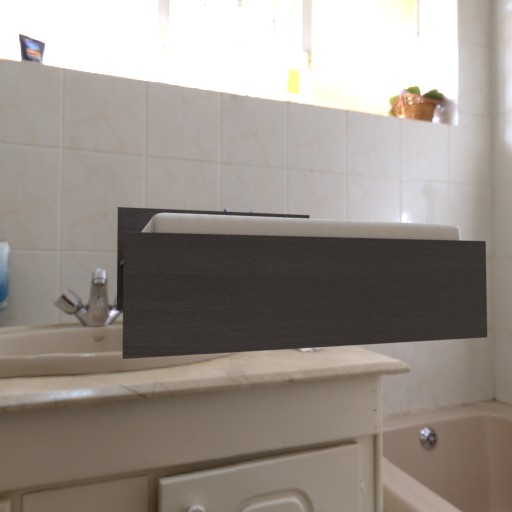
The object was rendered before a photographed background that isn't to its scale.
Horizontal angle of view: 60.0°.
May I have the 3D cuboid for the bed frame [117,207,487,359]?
[{"bbox_3d":[0.000,0.000,2.751,1.622,0.800,1.960,1,-2,-18],"label":"bed frame"}]
